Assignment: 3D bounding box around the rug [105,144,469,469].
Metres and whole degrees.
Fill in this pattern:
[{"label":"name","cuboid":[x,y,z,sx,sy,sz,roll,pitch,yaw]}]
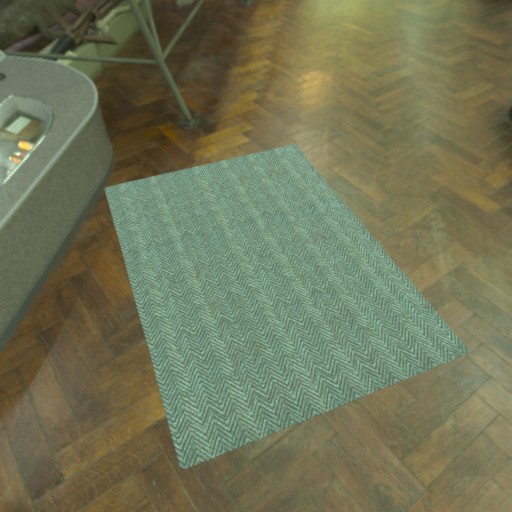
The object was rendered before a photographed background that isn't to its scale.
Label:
[{"label":"rug","cuboid":[0.000,0.000,5.189,2.894,0.011,3.957,-16,49,-15]}]
